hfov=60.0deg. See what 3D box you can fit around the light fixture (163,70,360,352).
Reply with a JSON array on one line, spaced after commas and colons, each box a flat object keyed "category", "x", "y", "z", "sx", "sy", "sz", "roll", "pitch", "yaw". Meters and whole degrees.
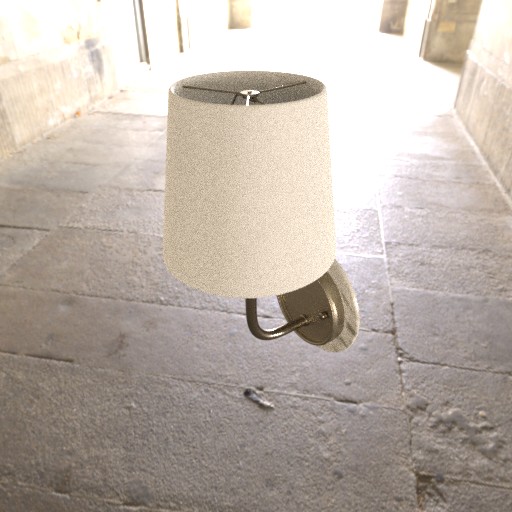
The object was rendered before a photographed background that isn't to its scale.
[{"category": "light fixture", "x": 0.000, "y": 0.000, "z": 0.456, "sx": 0.188, "sy": 0.337, "sz": 0.168, "roll": -21, "pitch": 39, "yaw": -29}]
